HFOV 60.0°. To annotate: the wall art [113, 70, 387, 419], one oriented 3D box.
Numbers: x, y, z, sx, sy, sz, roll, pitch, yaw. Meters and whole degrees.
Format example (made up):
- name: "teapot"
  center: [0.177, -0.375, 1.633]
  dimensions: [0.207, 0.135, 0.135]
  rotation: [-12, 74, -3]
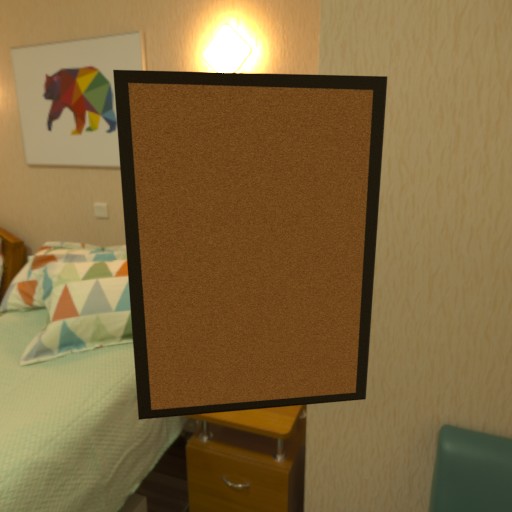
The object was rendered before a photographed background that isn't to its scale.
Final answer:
- name: "wall art"
  center: [0.000, 0.000, 0.855]
  dimensions: [0.480, 0.657, 0.016]
  rotation: [-2, 14, -9]
